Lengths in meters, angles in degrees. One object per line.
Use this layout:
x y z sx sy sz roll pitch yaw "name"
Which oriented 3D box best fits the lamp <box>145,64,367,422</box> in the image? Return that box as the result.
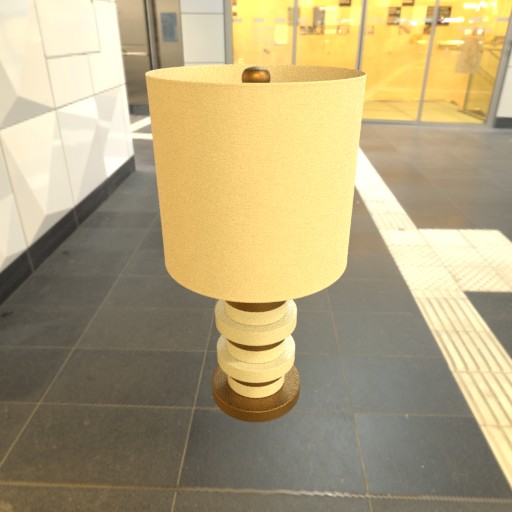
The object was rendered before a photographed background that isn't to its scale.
0.000 0.000 0.520 0.210 0.410 0.210 -8 28 -15 "lamp"
